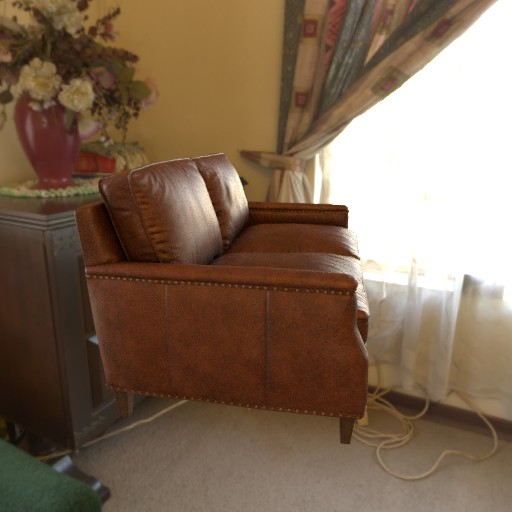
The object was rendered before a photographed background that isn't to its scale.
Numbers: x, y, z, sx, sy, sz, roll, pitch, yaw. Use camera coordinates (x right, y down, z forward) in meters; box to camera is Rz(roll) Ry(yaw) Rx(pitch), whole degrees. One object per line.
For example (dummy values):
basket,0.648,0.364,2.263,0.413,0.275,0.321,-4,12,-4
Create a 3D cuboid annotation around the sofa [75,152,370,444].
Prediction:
sofa,0.000,0.000,2.299,1.083,1.003,1.628,3,16,10
